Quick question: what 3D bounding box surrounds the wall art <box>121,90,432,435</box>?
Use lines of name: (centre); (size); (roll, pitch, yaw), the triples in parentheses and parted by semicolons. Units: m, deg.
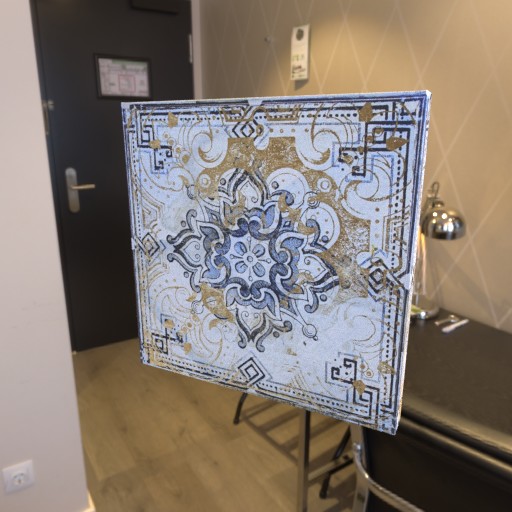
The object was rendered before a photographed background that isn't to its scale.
wall art: (0.000, 0.000, 0.610); (0.411, 0.410, 0.038); (8, 17, 26)
